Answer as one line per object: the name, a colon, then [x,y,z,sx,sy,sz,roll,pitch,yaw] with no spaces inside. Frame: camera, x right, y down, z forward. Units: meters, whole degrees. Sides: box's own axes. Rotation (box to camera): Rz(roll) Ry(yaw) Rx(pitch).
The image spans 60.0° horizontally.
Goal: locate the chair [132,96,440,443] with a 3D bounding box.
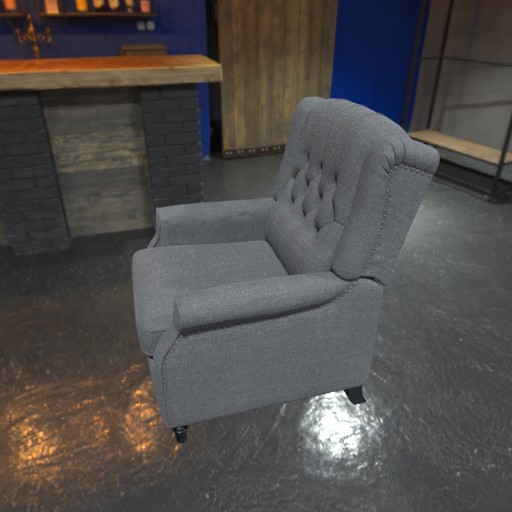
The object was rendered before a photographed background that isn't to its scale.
chair: [0.000,0.000,1.622,0.898,1.035,0.742,-8,31,-14]
